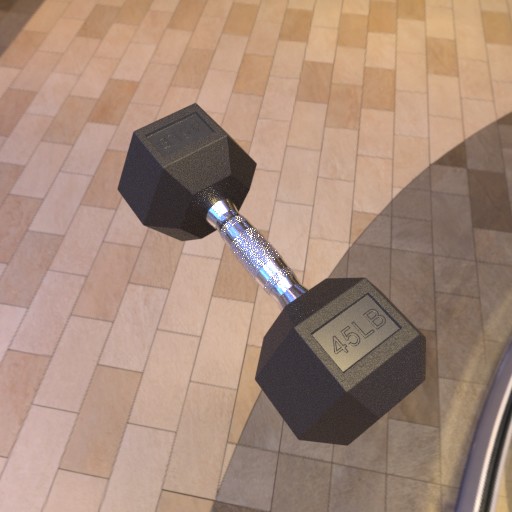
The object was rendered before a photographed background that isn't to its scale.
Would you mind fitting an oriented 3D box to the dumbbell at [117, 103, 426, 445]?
[{"bbox_3d":[0.000,0.000,0.426,0.141,0.123,0.356,-32,64,-18],"label":"dumbbell"}]
